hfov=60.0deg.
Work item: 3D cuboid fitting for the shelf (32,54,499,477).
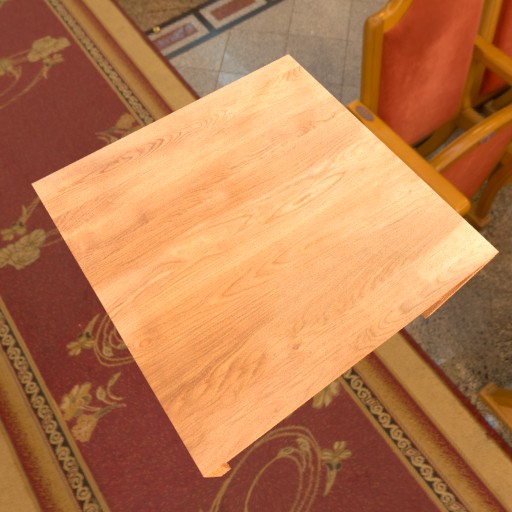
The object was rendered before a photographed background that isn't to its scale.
[{"bbox_3d":[0.000,0.000,1.404,0.899,0.480,0.899,-32,68,-15],"label":"shelf"}]
